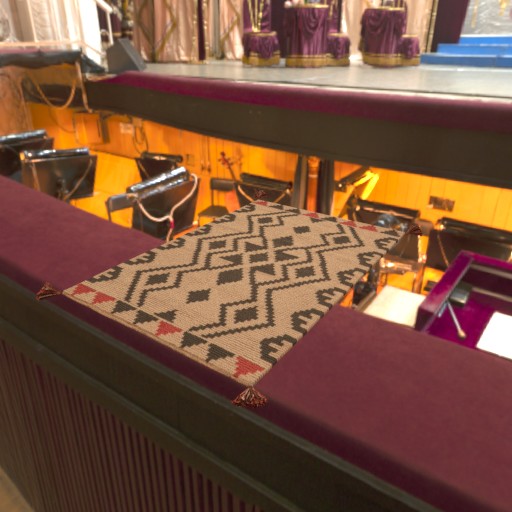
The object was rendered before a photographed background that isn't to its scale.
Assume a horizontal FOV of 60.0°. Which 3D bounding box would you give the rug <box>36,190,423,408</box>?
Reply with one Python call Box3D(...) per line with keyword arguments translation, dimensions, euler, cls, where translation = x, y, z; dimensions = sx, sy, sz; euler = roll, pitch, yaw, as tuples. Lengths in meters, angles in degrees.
Box3D(translation=(0.000, 0.000, 2.673), dimensions=(1.444, 0.067, 2.069), euler=(17, 31, 31), cls="rug")
